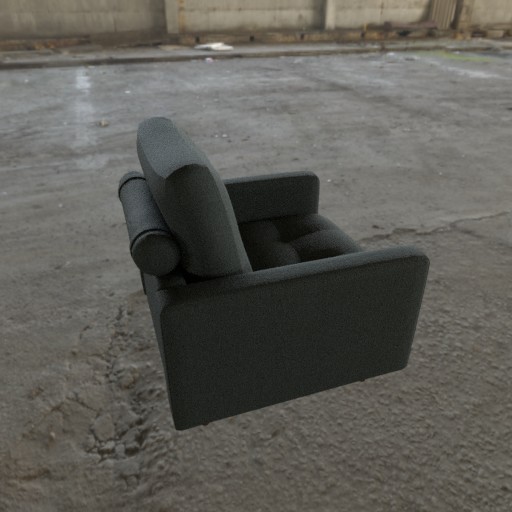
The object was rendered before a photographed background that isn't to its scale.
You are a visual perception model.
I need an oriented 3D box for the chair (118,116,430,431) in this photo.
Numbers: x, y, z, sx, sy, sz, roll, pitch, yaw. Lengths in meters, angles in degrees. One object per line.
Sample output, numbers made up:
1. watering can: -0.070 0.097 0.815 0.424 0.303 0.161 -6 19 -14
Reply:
1. chair: 0.000 0.000 1.552 0.843 0.880 0.821 -10 31 -17
